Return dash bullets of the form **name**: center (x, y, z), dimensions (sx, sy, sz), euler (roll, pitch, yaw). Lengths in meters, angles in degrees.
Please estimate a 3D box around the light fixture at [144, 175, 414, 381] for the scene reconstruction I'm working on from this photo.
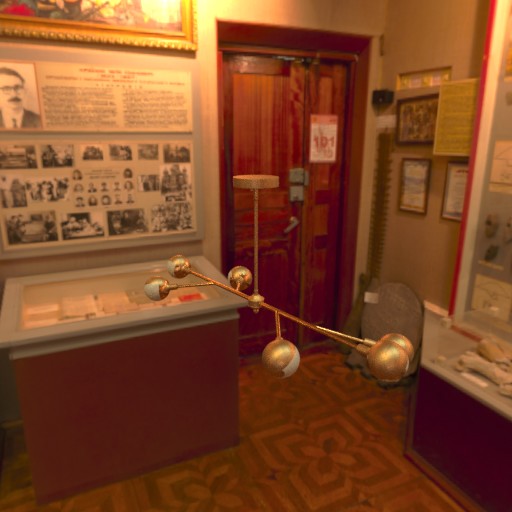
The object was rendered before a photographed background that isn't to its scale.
- **light fixture**: center (0.000, 0.000, 1.026), dimensions (0.434, 0.362, 0.778), euler (-6, 17, -22)
